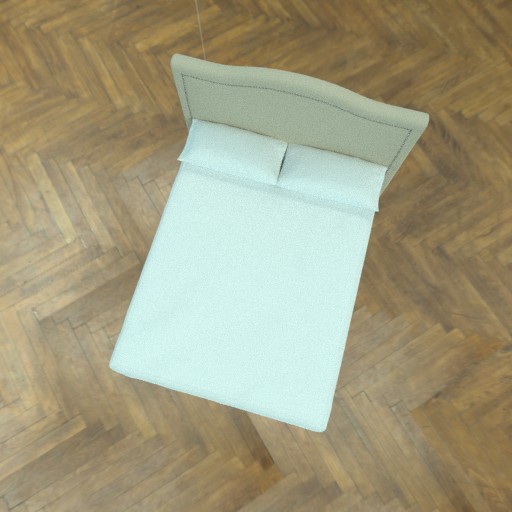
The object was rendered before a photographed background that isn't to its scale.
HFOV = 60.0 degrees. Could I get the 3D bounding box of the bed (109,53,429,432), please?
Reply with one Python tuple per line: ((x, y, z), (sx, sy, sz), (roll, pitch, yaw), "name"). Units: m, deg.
((0.000, 0.000, 3.257), (1.753, 1.460, 2.143), (15, 75, 4), "bed")
